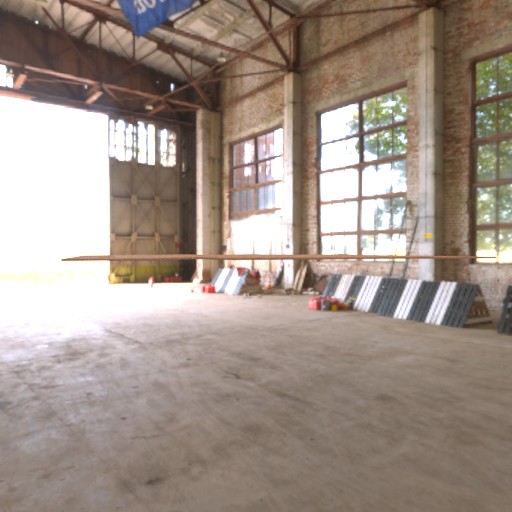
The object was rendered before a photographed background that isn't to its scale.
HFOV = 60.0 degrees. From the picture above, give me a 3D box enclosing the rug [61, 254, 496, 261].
[{"bbox_3d":[0.000,0.000,4.043,3.057,0.021,2.431,0,1,-18],"label":"rug"}]
